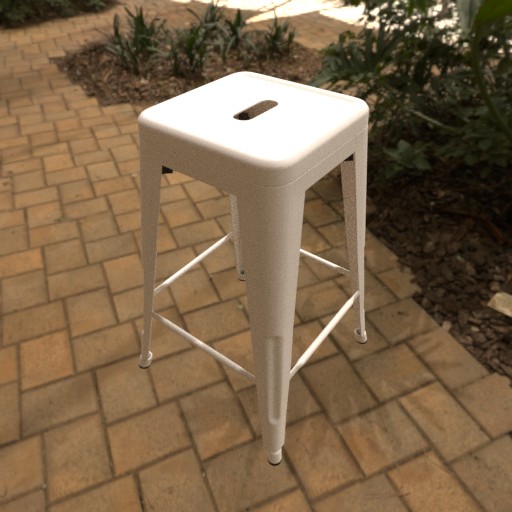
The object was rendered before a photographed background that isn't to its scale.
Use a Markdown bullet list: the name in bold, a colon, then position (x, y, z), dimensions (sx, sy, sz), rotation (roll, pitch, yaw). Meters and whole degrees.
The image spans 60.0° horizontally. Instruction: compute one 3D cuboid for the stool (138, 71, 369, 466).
- **stool**: position (0.000, 0.000, 0.890), dimensions (0.406, 0.610, 0.406), rotation (26, 46, 28)
